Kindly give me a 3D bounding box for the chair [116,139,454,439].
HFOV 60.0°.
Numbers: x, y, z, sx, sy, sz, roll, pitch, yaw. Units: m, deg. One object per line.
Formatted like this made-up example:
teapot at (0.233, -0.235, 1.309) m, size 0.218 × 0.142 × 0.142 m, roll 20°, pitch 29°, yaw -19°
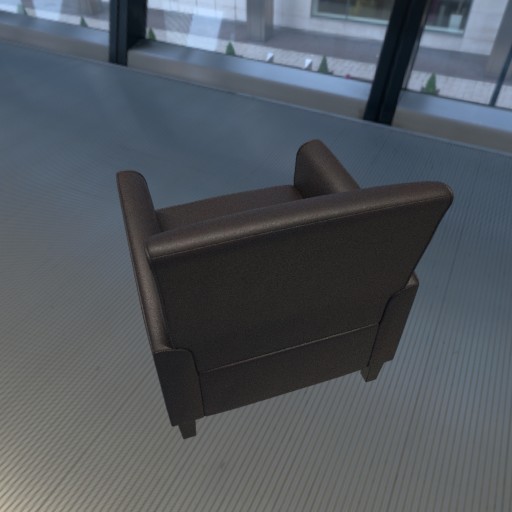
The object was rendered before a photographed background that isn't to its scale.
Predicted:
chair at (0.000, 0.000, 1.545) m, size 0.820 × 0.916 × 0.819 m, roll -13°, pitch 43°, yaw -14°
